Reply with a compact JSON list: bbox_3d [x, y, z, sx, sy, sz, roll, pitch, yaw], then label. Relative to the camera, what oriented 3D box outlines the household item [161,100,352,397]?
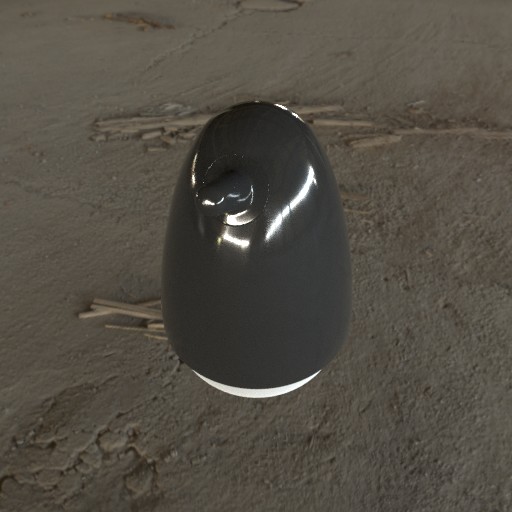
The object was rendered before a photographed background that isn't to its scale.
[{"bbox_3d":[0.000,0.000,0.220,0.102,0.152,0.104,12,42,14],"label":"household item"}]
